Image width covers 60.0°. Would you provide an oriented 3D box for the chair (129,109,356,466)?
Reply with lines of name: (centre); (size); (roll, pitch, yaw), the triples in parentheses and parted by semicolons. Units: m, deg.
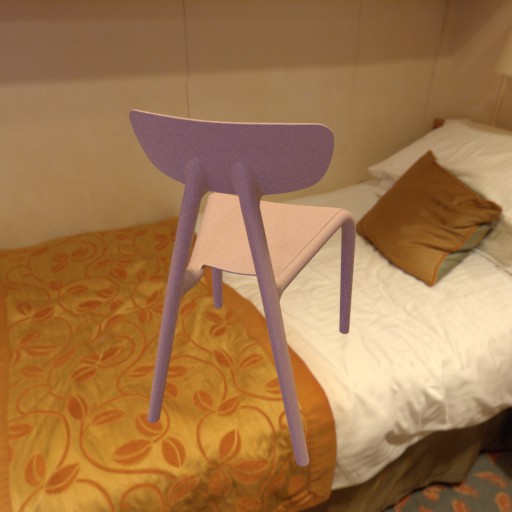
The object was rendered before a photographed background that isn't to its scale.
chair: (0.000, 0.000, 0.833); (0.356, 0.580, 0.401); (9, 31, 16)
